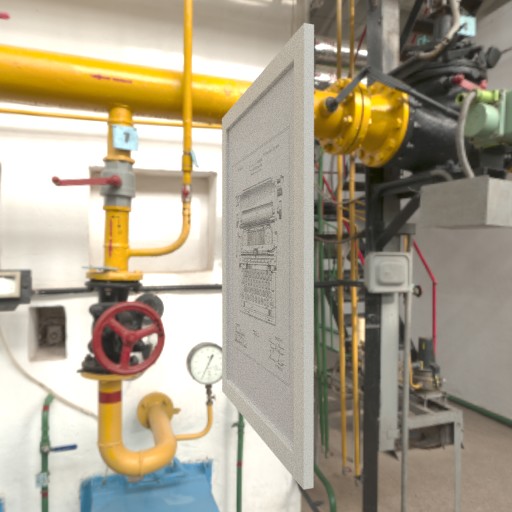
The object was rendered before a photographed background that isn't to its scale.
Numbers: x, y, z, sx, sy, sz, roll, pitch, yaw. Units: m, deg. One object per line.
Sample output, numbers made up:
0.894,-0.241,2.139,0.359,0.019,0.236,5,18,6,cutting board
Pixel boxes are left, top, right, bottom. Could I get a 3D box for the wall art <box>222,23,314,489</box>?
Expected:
0.000,0.000,0.688,0.013,0.533,0.381,0,1,-19,wall art
